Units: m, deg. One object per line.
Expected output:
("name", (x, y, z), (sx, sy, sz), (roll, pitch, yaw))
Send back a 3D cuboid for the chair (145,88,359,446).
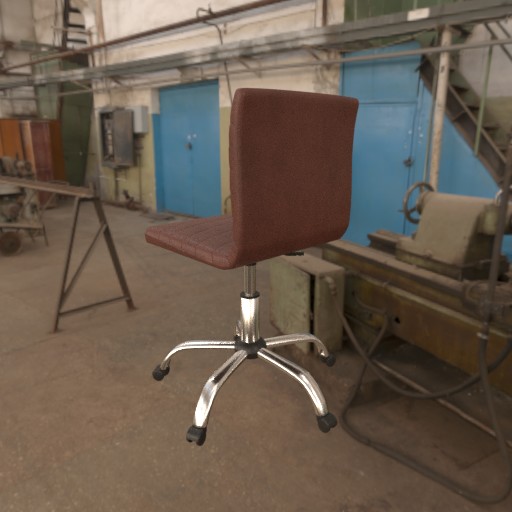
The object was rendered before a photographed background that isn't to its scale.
("chair", (0.000, 0.000, 1.145), (0.556, 0.780, 0.530), (-15, 21, -42))
